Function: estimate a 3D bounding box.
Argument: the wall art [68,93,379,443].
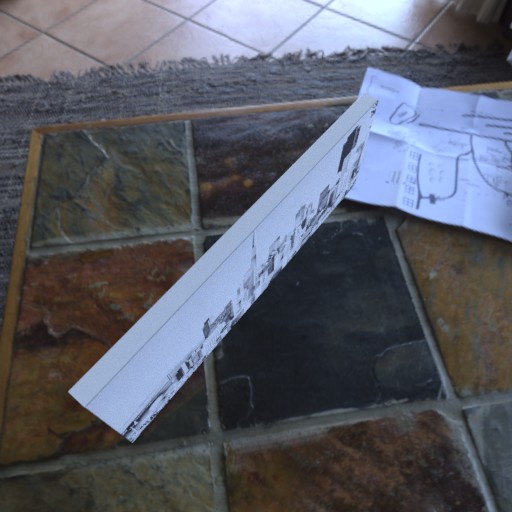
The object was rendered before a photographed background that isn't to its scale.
[{"bbox_3d":[0.000,0.000,0.849,0.036,0.256,0.766,33,63,19],"label":"wall art"}]
